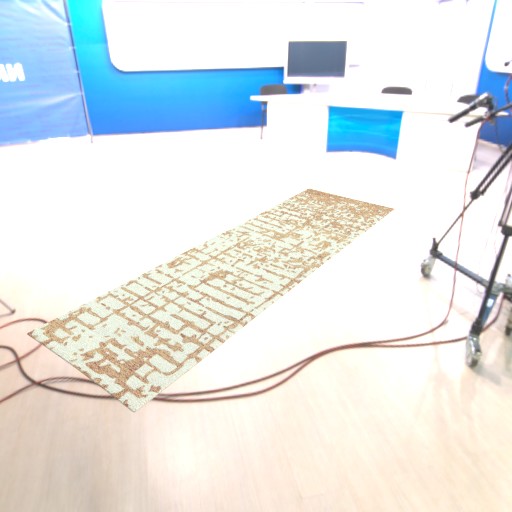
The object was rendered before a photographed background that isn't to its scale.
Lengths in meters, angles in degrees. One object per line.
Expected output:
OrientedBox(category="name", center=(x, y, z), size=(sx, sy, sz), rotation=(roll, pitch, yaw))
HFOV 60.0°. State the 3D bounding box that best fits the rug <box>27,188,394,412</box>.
OrientedBox(category="rug", center=(0.000, 0.000, 2.655), size=(0.750, 0.011, 2.435), rotation=(20, 34, 32))
